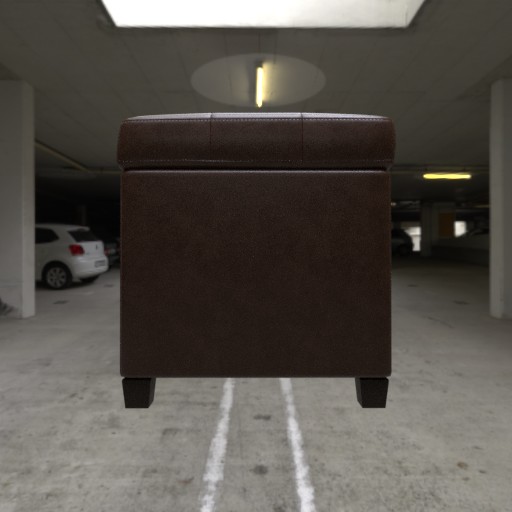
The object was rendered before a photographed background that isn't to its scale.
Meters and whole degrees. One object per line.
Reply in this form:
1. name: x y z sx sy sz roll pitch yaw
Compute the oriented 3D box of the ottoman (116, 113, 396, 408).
1. ottoman: 0.000 0.000 1.085 0.432 0.470 0.838 0 0 0
